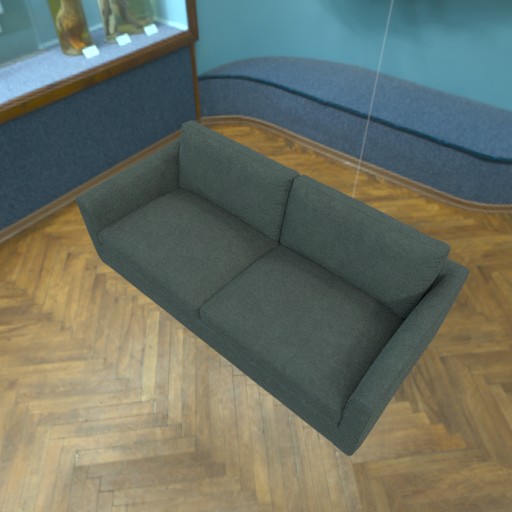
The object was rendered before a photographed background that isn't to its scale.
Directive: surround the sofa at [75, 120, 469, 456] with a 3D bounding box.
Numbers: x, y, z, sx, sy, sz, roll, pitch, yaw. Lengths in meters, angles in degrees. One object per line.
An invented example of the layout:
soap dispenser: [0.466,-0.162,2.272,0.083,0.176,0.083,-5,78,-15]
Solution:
sofa: [0.000,0.000,2.848,2.257,0.838,1.092,32,54,27]
